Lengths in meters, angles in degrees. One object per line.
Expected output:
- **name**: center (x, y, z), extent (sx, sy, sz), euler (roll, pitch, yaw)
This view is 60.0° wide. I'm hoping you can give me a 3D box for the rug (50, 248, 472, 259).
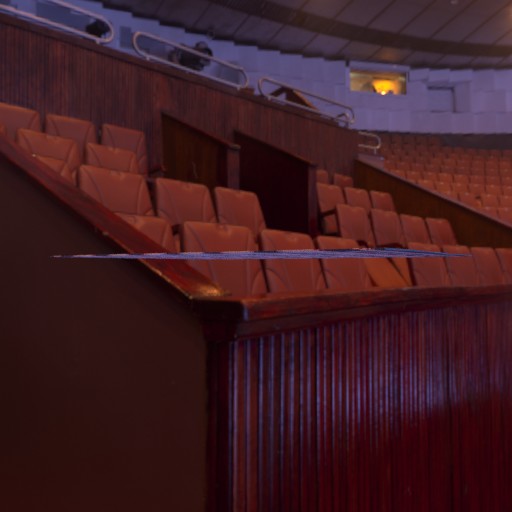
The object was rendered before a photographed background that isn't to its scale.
- **rug**: center (0.000, 0.000, 2.884), extent (2.311, 0.010, 1.522), euler (-1, -2, 37)
